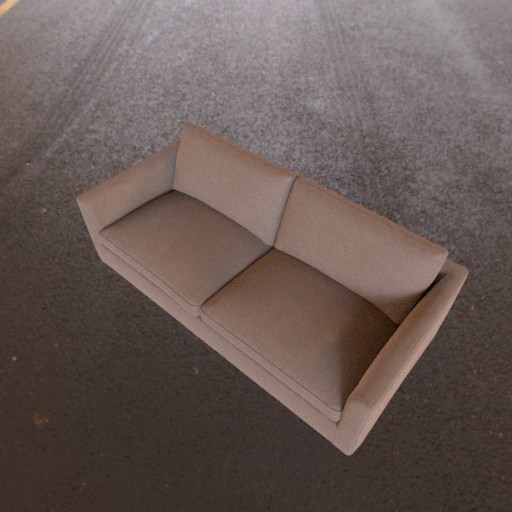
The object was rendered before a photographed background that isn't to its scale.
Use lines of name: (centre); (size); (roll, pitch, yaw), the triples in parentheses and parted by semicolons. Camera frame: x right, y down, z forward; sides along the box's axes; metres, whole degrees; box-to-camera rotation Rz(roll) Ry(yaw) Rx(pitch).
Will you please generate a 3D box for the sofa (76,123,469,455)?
sofa: (0.000, 0.000, 2.858); (2.588, 0.838, 1.090); (32, 54, 27)
